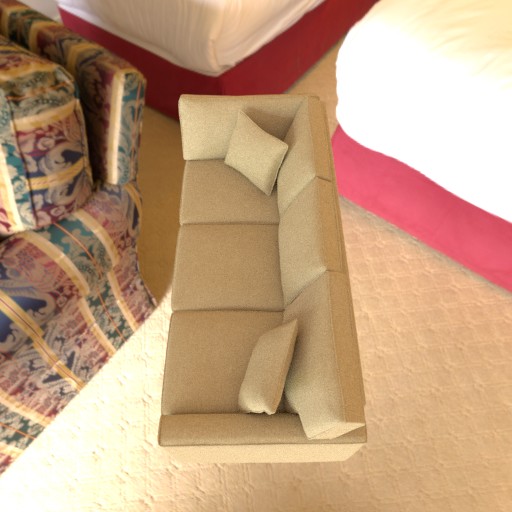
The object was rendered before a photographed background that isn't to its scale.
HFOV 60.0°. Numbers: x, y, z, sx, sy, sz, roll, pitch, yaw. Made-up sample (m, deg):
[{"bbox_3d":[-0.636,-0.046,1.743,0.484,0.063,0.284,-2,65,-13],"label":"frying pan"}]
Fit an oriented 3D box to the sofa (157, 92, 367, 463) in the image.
[{"bbox_3d":[0.000,0.000,2.838,1.061,0.962,2.317,0,58,0],"label":"sofa"}]
